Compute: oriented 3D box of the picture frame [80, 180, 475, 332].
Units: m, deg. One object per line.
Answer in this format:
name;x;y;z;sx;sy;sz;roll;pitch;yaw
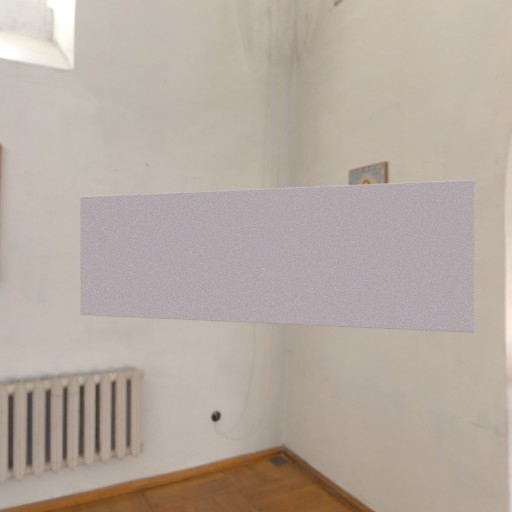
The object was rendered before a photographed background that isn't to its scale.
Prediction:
picture frame;0.000;0.000;0.854;0.759;0.250;0.050;0;0;16
